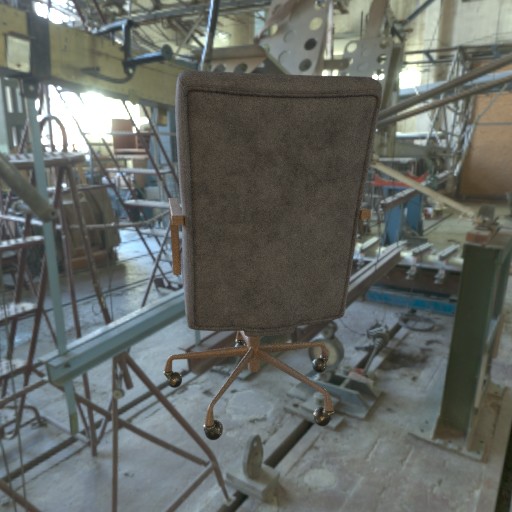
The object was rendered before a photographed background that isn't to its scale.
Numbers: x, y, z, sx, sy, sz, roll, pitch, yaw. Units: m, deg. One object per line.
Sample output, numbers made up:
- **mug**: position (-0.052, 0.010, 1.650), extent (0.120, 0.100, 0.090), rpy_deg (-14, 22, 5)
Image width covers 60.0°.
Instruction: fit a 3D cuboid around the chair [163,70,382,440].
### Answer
- **chair**: position (0.000, 0.000, 1.454), extent (0.640, 1.029, 0.741), rpy_deg (-3, 14, -11)
